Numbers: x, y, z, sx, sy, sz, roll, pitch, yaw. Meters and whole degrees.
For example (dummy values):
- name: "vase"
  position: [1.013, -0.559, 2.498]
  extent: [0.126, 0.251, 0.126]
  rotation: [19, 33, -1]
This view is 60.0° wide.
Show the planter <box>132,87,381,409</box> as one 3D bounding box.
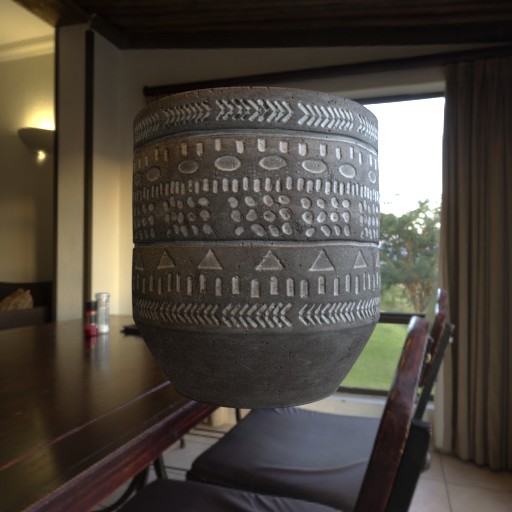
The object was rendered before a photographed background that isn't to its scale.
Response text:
- name: "planter"
  position: [0.000, 0.000, 0.263]
  extent: [0.142, 0.149, 0.142]
  rotation: [0, 0, 0]
